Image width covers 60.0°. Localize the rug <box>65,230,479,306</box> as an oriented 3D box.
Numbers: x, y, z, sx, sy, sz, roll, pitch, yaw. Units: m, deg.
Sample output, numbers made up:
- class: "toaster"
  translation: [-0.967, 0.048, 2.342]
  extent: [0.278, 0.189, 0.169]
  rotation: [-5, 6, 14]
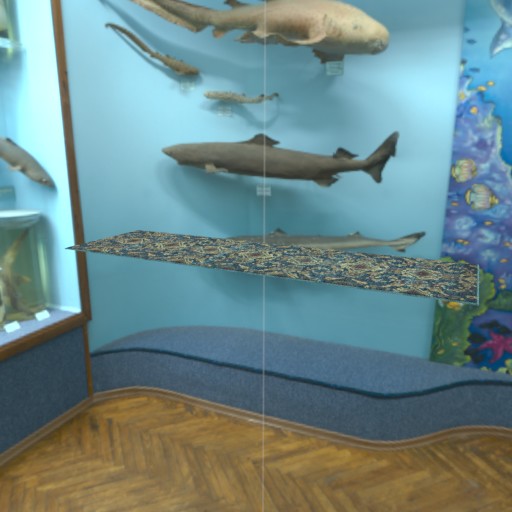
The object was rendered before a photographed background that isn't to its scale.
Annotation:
- class: "rug"
  translation: [0.000, 0.000, 2.536]
  extent: [2.292, 0.014, 0.685]
  rotation: [7, 15, 25]
